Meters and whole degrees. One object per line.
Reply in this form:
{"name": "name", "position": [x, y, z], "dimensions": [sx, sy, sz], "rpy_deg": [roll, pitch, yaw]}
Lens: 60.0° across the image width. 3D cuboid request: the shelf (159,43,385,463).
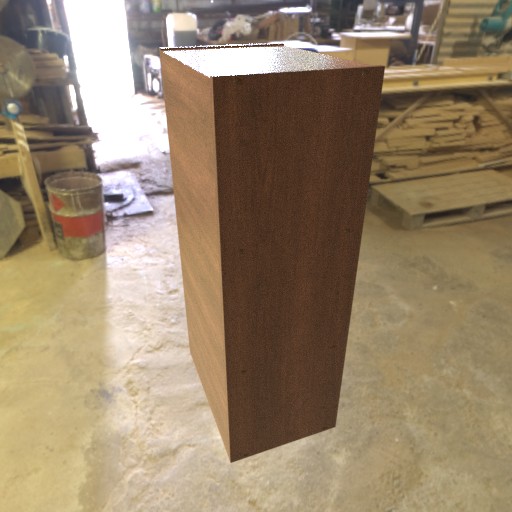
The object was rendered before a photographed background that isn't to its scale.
{"name": "shelf", "position": [0.000, 0.000, 1.060], "dimensions": [0.290, 0.879, 0.414], "rpy_deg": [-11, 32, -18]}
